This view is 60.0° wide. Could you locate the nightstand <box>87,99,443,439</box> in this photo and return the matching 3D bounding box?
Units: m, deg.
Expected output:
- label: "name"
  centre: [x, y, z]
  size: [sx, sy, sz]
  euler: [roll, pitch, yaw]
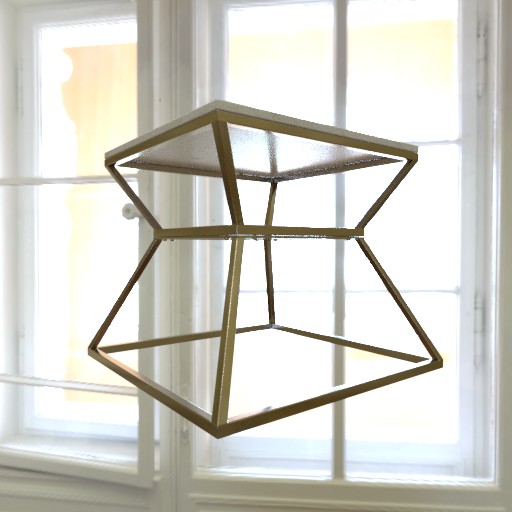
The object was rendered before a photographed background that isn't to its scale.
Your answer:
- label: "nightstand"
  centre: [0.000, 0.000, 0.892]
  size: [0.513, 0.426, 0.514]
  euler: [-1, 2, -37]
